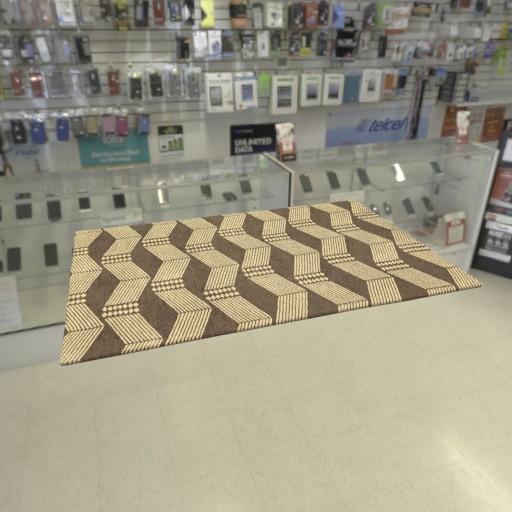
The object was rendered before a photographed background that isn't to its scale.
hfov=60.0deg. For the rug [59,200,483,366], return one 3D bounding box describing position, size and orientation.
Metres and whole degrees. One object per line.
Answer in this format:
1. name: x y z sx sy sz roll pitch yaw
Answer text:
1. rug: 0.000 0.000 2.317 1.833 0.016 1.210 -8 28 -15
